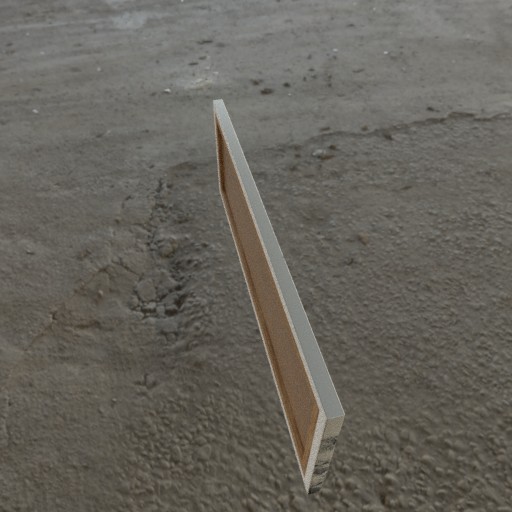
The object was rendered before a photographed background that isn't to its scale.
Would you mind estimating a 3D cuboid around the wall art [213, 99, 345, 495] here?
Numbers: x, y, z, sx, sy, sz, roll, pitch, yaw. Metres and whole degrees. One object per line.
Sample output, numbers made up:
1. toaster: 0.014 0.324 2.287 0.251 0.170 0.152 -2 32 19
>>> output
1. wall art: 0.000 0.000 1.657 0.044 0.507 1.520 -9 46 -9
